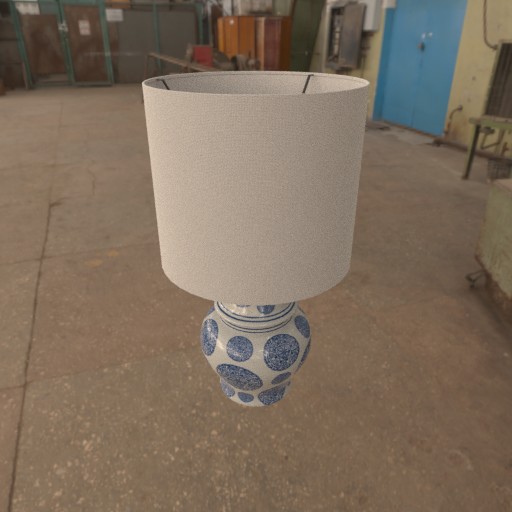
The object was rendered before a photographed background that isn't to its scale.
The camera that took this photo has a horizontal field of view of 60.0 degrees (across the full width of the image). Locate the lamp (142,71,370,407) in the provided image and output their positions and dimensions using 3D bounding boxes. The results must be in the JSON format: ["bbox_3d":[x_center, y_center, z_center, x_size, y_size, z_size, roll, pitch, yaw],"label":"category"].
[{"bbox_3d":[0.000,0.000,0.515,0.215,0.381,0.215,-8,28,-16],"label":"lamp"}]
